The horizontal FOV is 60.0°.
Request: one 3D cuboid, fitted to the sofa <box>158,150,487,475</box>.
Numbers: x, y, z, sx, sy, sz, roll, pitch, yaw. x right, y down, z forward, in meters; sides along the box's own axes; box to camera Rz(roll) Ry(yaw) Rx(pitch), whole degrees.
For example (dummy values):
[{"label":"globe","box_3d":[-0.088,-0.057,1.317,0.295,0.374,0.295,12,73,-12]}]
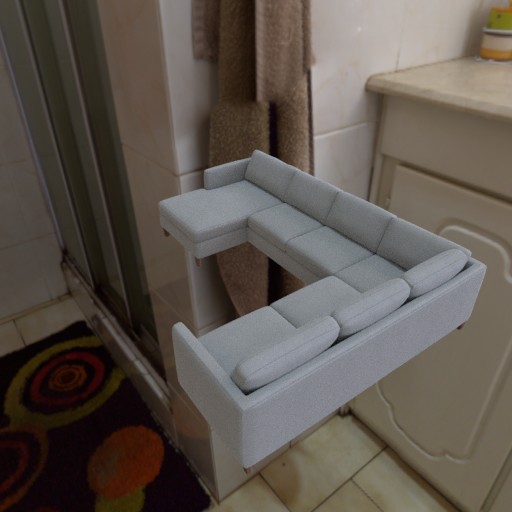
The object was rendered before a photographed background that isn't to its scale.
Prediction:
[{"label":"sofa","box_3d":[0.000,0.000,4.337,2.551,0.853,3.238,-22,39,-29]}]
